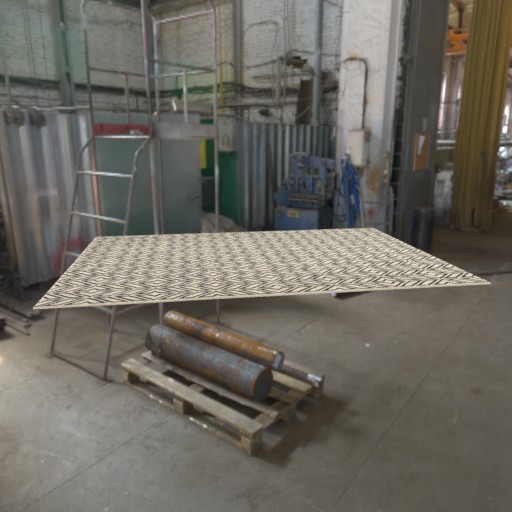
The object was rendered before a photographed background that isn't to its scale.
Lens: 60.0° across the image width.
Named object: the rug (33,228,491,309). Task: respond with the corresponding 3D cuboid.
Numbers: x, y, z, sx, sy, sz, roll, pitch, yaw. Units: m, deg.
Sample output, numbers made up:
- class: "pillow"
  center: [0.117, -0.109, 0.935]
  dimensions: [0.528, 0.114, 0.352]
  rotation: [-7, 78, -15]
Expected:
- class: "rug"
  center: [0.000, 0.000, 2.322]
  dimensions: [1.828, 0.007, 1.220]
  rotation: [-2, 15, -9]
